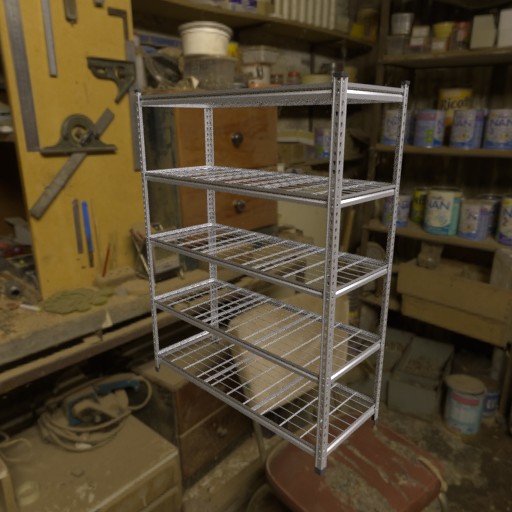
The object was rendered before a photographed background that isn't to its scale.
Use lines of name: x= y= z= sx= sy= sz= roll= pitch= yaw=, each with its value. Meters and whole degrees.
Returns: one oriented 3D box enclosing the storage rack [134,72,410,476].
storage rack: x=0.000 y=0.000 z=2.760 sx=1.524 sy=1.981 sz=0.610 roll=15 pitch=23 yaw=41
